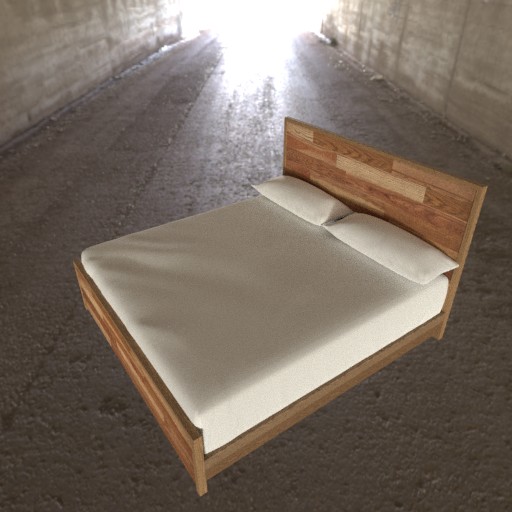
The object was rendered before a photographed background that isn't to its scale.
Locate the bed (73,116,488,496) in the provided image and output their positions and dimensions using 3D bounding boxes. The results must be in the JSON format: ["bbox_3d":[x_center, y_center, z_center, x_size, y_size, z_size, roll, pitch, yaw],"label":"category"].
[{"bbox_3d":[0.000,0.000,3.318,2.184,1.295,2.013,-21,38,-29],"label":"bed"}]
